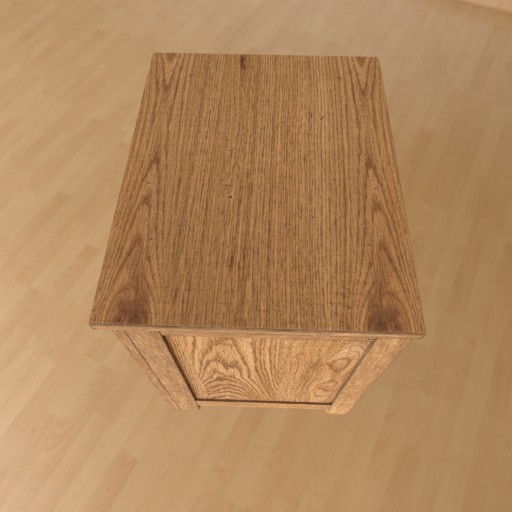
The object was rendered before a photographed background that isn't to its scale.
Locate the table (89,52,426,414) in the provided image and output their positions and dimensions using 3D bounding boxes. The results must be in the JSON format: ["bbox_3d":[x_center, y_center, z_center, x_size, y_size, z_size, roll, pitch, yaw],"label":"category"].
[{"bbox_3d":[0.000,0.000,1.033,0.494,0.625,0.601,2,60,1],"label":"table"}]
